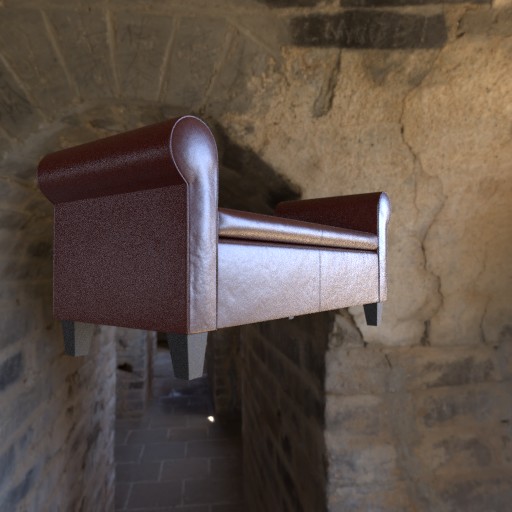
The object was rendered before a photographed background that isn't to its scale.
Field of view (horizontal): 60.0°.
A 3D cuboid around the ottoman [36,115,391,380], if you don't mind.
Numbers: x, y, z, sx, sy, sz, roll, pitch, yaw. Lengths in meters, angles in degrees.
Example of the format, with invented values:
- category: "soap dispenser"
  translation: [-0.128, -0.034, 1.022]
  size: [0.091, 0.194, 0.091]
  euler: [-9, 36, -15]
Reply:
- category: "ottoman"
  translation: [0.000, 0.000, 1.506]
  size: [0.521, 0.547, 1.256]
  euler: [-1, -2, 36]
